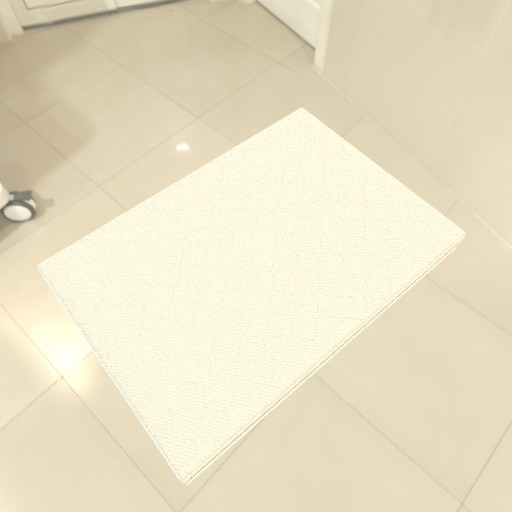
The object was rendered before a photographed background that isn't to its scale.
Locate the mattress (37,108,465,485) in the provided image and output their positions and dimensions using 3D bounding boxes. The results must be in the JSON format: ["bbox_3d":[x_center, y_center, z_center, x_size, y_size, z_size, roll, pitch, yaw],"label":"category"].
[{"bbox_3d":[0.000,0.000,2.553,2.000,0.200,1.400,-36,65,-19],"label":"mattress"}]
